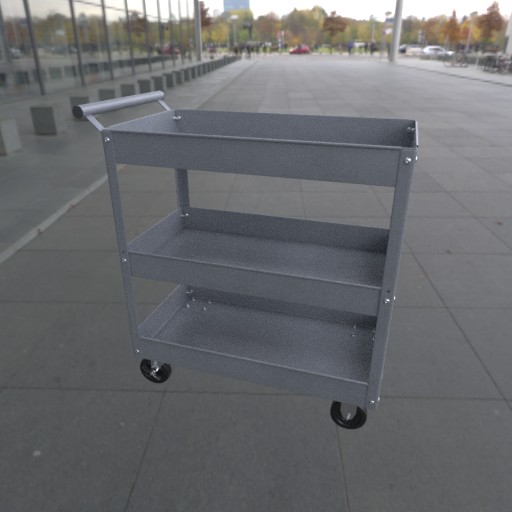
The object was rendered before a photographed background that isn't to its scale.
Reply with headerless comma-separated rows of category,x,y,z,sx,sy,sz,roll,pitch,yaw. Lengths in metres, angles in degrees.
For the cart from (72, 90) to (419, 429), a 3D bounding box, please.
cart,0.000,0.000,1.180,0.719,0.780,0.366,8,27,16
